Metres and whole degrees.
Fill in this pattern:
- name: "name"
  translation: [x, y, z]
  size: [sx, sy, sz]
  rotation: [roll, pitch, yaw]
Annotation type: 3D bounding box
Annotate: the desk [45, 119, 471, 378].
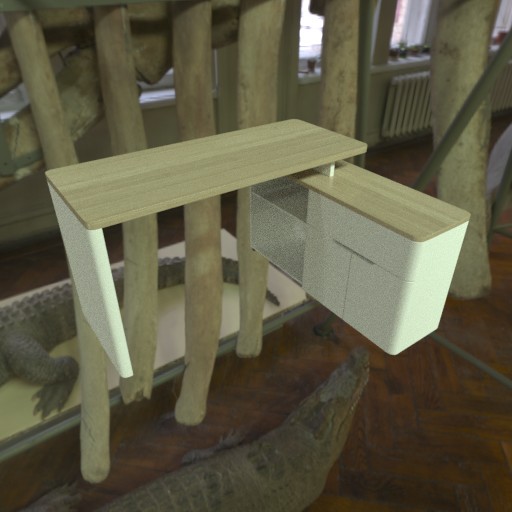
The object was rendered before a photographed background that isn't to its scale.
- name: "desk"
  translation: [0.000, 0.000, 2.043]
  size: [1.400, 0.770, 1.175]
  rotation: [-21, 38, -29]
